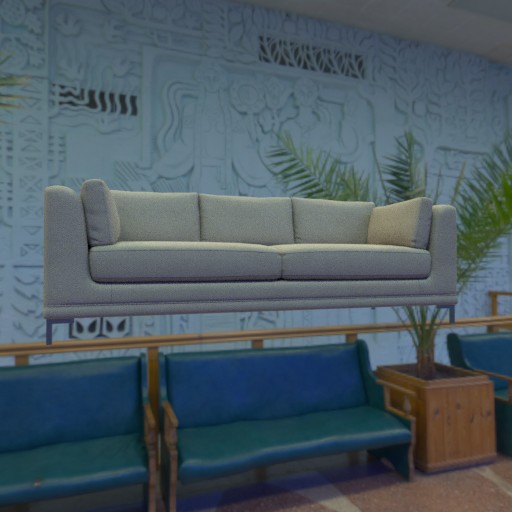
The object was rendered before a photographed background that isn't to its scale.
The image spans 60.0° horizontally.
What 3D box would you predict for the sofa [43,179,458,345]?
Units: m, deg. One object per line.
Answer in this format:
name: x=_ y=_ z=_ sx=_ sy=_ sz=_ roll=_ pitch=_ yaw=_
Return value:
sofa: x=0.000 y=0.000 z=2.902 sx=2.415 sy=0.867 sz=0.969 roll=0 pitch=-1 yaw=-18
